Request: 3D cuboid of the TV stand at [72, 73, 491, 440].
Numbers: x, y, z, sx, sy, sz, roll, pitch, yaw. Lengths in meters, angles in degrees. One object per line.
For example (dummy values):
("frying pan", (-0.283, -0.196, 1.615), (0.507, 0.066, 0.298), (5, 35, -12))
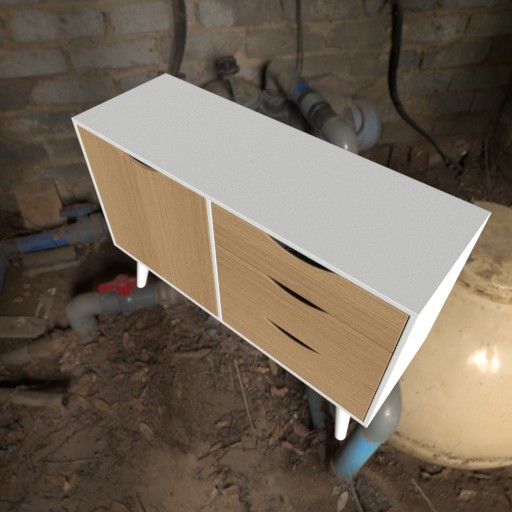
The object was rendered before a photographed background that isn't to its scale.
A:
("TV stand", (0.000, 0.000, 1.559), (1.193, 0.812, 0.406), (31, 55, 26))
